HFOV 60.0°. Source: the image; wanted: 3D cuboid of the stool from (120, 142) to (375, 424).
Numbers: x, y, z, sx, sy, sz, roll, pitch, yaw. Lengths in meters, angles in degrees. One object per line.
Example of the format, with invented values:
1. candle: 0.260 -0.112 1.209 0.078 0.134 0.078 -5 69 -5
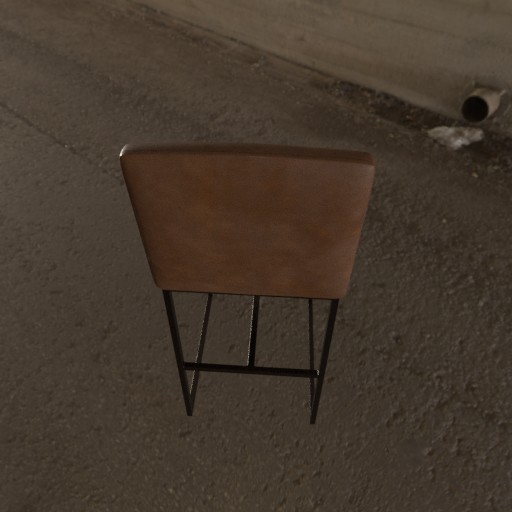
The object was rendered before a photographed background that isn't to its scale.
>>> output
1. stool: 0.000 0.000 1.307 0.463 1.065 0.562 3 47 3
